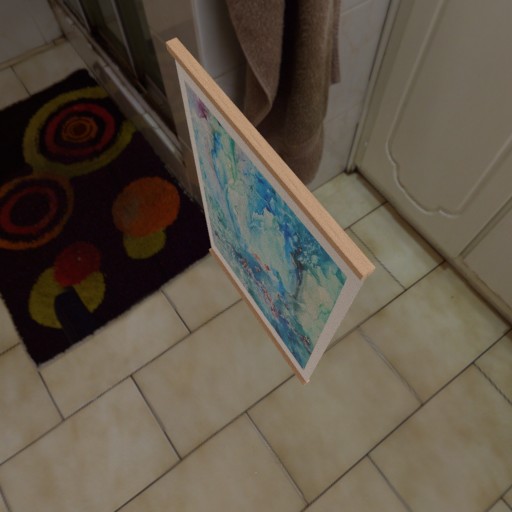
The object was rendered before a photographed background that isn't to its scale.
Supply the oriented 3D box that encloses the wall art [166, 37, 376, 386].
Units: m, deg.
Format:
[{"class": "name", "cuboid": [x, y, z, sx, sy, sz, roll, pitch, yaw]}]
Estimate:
[{"class": "wall art", "cuboid": [0.000, 0.000, 0.654, 0.013, 0.510, 0.335, -31, 68, -14]}]
